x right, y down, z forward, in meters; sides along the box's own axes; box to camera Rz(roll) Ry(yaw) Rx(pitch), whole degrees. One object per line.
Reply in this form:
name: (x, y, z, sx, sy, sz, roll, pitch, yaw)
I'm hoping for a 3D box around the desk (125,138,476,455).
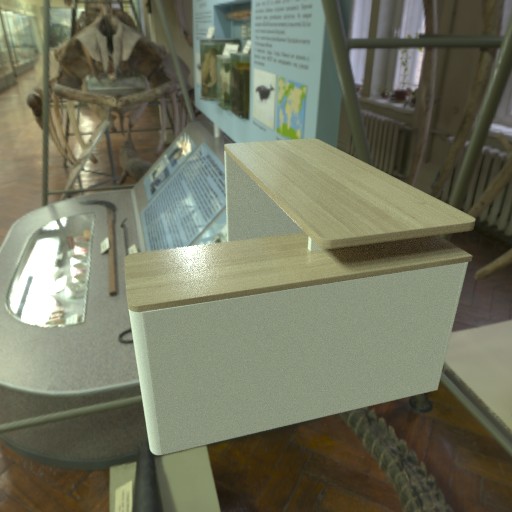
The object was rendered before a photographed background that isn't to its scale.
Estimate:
desk: (0.000, 0.000, 2.122, 1.175, 0.770, 1.400, -7, 27, -15)
